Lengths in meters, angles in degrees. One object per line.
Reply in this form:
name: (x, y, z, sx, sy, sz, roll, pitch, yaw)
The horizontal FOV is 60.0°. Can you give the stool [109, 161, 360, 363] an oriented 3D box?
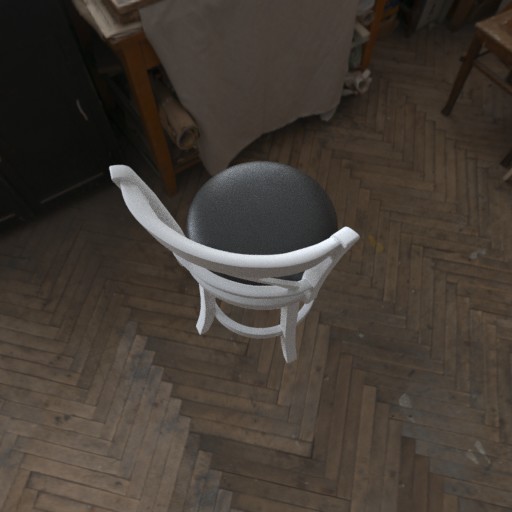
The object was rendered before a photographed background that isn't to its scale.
stool: (0.000, 0.000, 1.225, 0.444, 0.953, 0.508, 16, 64, 8)
